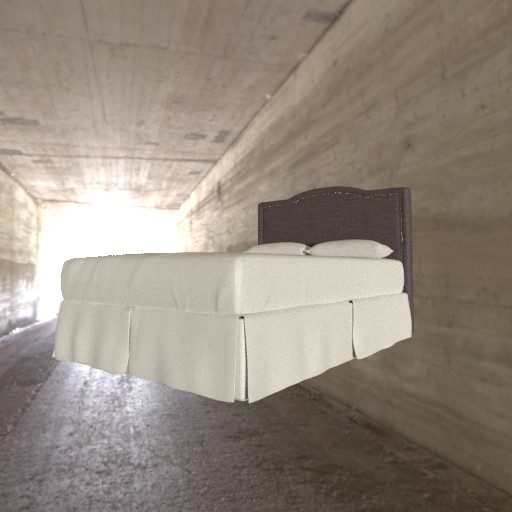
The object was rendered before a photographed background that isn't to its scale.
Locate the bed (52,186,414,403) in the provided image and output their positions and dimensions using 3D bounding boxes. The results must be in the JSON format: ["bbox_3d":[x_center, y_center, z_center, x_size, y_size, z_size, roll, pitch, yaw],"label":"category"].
[{"bbox_3d":[0.000,0.000,3.513,1.741,1.441,2.507,-1,-2,37],"label":"bed"}]
